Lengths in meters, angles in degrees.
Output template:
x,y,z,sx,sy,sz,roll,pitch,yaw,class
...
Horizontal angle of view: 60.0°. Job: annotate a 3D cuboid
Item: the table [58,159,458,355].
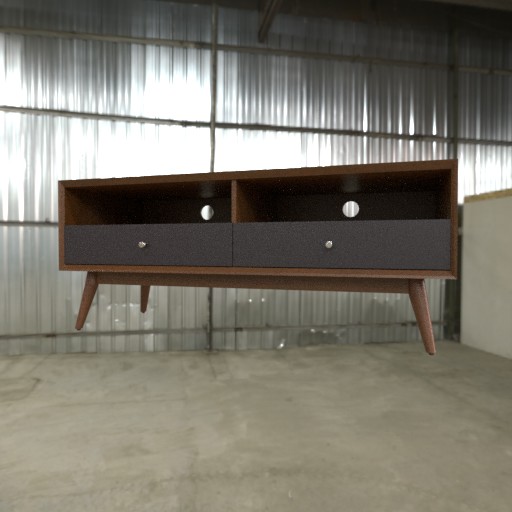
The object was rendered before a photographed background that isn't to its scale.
x,y,z,sx,sy,sz,roll,pitch,yaw,class
0.000,0.000,1.412,1.119,0.464,0.490,0,1,18,table
